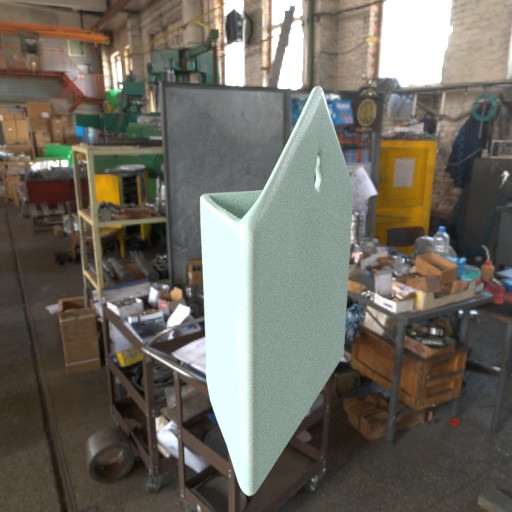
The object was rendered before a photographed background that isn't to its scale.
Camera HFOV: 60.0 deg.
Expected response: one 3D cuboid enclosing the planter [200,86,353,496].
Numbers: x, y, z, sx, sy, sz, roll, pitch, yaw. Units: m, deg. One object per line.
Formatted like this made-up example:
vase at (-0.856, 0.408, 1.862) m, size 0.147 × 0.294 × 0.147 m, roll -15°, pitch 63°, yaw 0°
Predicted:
planter at (0.000, 0.000, 0.279) m, size 0.079 × 0.197 × 0.164 m, roll 8°, pitch 18°, yaw 26°
